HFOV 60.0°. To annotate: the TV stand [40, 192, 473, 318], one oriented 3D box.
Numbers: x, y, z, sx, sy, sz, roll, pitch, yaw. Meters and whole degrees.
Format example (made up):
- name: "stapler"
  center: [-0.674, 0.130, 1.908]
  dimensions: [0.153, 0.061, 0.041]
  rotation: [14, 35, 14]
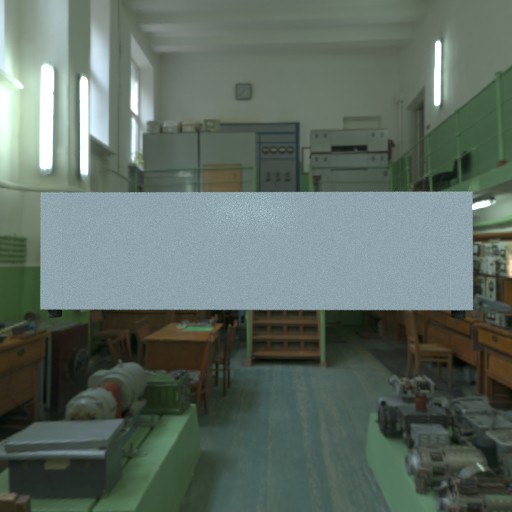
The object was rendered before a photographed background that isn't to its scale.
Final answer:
- name: "TV stand"
  center: [0.000, 0.000, 1.743]
  dimensions: [1.500, 0.440, 0.410]
  rotation: [0, 0, 1]
